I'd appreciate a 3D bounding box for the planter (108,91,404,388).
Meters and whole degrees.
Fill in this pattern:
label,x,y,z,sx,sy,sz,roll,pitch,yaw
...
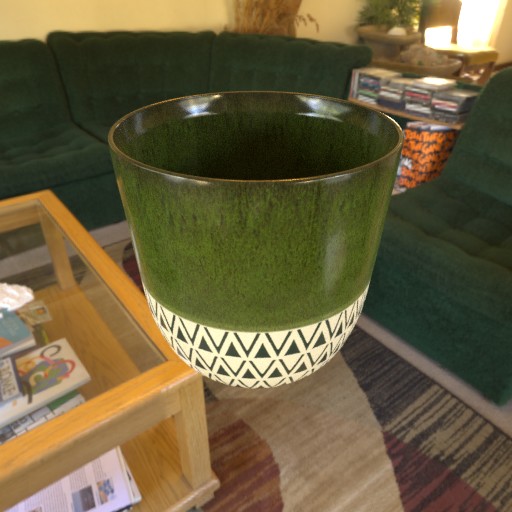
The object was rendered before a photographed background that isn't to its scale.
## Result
label,x,y,z,sx,sy,sz,roll,pitch,yaw
planter,0.000,0.000,0.453,0.245,0.270,0.245,0,33,0
